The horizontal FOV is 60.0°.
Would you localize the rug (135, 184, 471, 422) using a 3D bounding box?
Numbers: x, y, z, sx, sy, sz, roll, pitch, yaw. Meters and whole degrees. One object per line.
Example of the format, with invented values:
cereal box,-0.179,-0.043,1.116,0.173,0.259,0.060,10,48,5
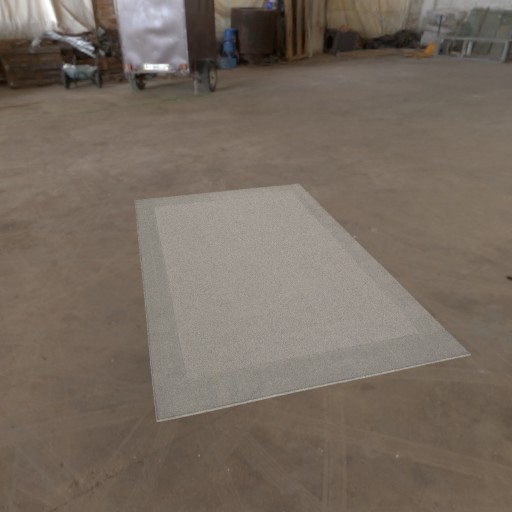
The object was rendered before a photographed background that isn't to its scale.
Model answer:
rug,0.000,0.000,3.022,1.524,0.014,2.438,-8,31,-13
